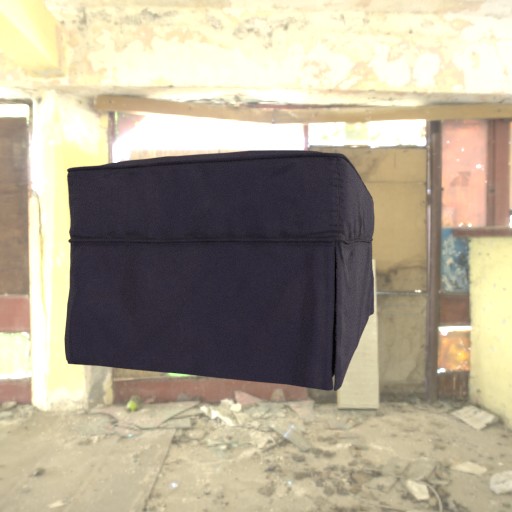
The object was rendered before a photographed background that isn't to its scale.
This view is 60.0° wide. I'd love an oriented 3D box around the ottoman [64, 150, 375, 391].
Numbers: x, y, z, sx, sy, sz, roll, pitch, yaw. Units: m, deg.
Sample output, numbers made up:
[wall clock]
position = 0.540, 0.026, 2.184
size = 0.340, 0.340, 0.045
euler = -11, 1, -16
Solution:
[ottoman]
position = 0.000, 0.000, 1.305
size = 0.637, 0.503, 0.938
euler = 1, 2, 18
